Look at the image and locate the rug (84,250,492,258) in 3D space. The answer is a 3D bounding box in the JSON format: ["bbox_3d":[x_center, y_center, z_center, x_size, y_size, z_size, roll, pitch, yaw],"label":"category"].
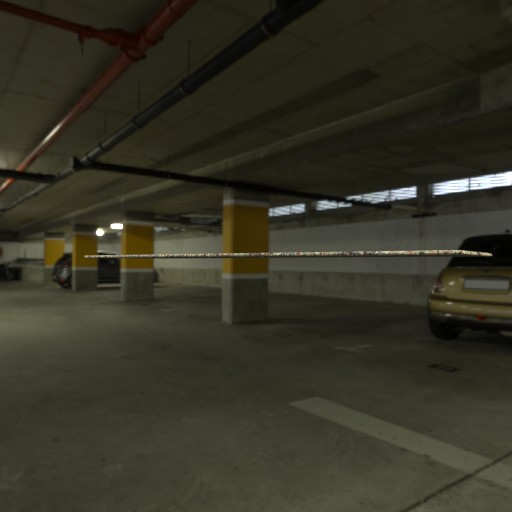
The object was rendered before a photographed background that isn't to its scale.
[{"bbox_3d":[0.000,0.000,2.510,2.292,0.015,0.688,-1,-1,36],"label":"rug"}]
